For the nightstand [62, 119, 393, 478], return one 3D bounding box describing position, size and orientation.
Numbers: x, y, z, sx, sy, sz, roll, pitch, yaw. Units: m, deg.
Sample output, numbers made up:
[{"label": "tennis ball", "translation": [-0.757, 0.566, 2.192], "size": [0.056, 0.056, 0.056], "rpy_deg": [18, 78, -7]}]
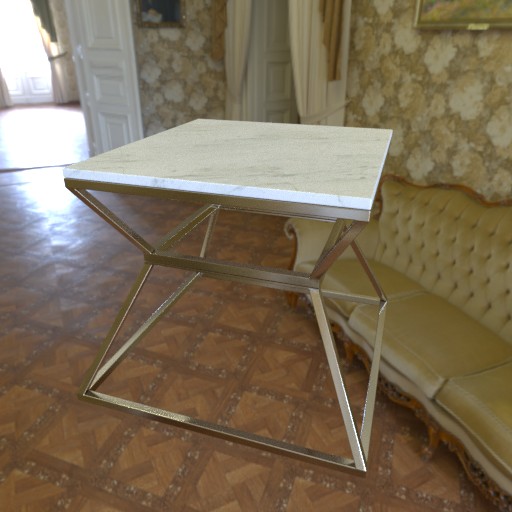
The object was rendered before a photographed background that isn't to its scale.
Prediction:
[{"label": "nightstand", "translation": [0.000, 0.000, 0.861], "size": [0.514, 0.426, 0.513], "rpy_deg": [8, 27, 16]}]
